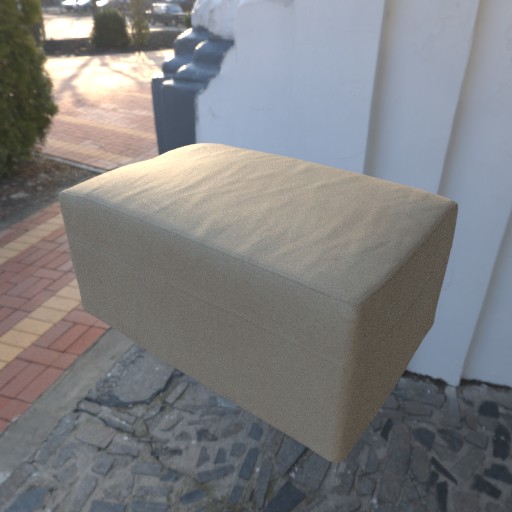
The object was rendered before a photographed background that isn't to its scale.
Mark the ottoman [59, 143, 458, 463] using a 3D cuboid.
[{"bbox_3d":[0.000,0.000,1.190,0.872,0.444,0.590,21,36,31],"label":"ottoman"}]
